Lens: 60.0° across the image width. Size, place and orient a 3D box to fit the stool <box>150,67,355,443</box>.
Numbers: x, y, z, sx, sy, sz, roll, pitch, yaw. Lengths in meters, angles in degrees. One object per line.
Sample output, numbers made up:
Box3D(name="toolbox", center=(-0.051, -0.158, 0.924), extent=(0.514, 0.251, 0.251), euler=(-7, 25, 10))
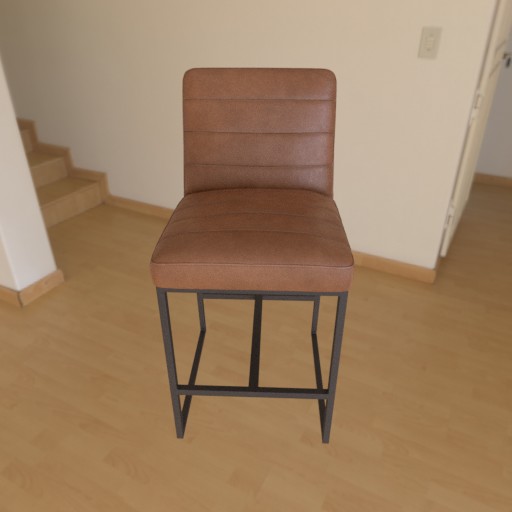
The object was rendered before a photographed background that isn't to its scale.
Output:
Box3D(name="stool", center=(0.000, 0.000, 1.261), extent=(0.458, 0.940, 0.556), euler=(1, 30, 2))
